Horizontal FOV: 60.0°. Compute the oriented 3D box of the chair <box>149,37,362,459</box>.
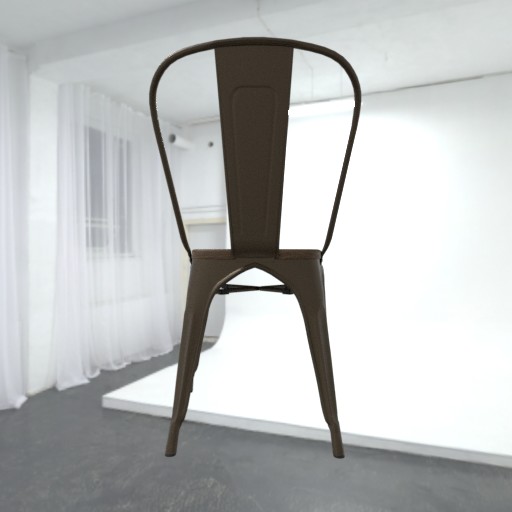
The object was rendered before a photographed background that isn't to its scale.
[{"bbox_3d":[0.000,0.000,1.114,0.451,0.844,0.532,0,0,1],"label":"chair"}]
